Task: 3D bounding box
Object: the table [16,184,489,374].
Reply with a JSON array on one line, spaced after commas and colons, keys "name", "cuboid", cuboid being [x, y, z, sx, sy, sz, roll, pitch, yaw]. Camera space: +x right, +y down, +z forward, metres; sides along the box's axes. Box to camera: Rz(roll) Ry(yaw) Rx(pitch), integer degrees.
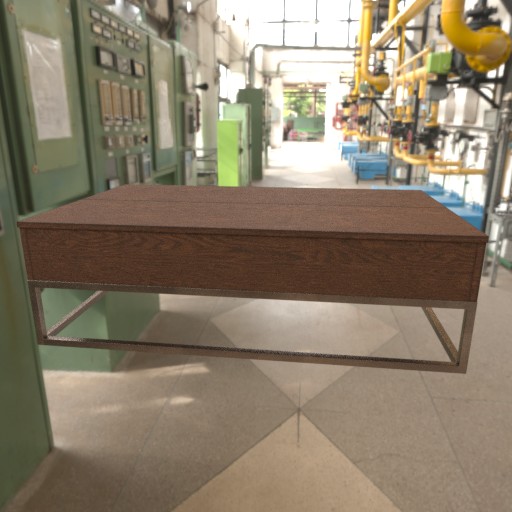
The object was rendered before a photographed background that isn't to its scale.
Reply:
[{"name": "table", "cuboid": [0.000, 0.000, 1.477, 1.167, 0.361, 0.719, 2, 17, 7]}]
